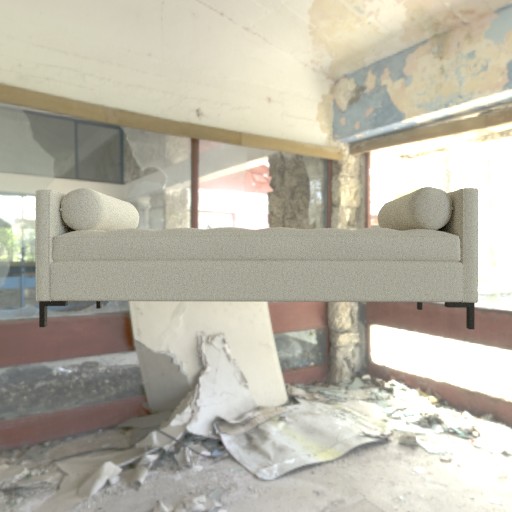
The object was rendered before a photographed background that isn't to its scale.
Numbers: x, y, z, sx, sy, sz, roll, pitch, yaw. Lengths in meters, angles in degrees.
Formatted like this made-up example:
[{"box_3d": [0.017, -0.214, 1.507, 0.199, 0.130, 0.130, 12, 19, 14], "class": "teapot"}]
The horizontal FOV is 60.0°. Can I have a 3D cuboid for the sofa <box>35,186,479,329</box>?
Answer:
[{"box_3d": [0.000, 0.000, 2.323, 1.985, 0.641, 0.746, 0, 1, 2], "class": "sofa"}]
